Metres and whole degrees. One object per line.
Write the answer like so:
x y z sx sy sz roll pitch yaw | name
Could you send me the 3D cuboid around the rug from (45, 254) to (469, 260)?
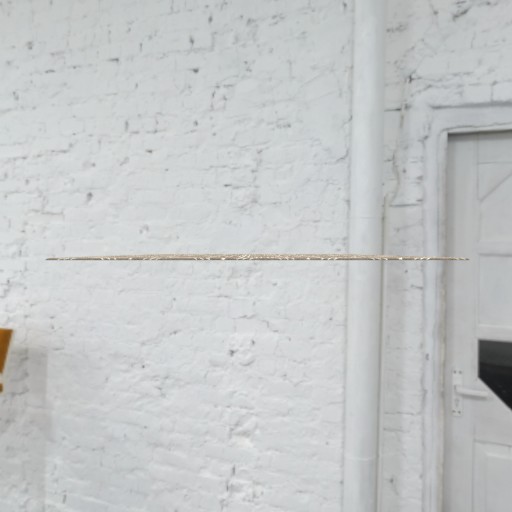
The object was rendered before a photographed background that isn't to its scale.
0.000 0.000 4.089 2.457 0.012 3.062 0 1 0 | rug
